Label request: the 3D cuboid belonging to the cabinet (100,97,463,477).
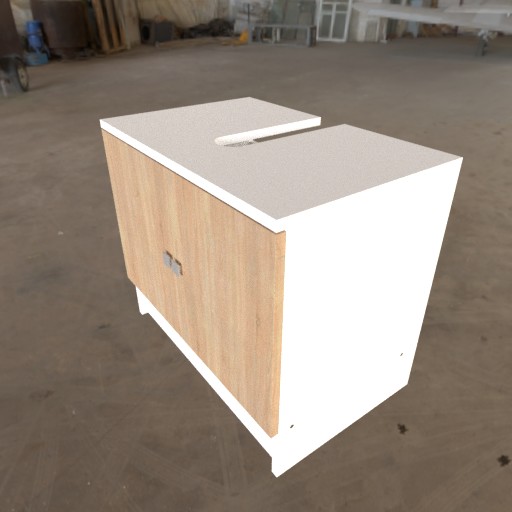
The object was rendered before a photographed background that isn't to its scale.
[{"bbox_3d":[0.000,0.000,0.964,0.400,0.522,0.600,-21,37,-31],"label":"cabinet"}]
